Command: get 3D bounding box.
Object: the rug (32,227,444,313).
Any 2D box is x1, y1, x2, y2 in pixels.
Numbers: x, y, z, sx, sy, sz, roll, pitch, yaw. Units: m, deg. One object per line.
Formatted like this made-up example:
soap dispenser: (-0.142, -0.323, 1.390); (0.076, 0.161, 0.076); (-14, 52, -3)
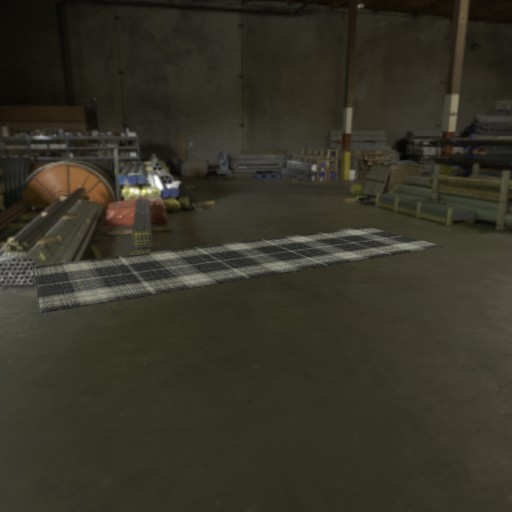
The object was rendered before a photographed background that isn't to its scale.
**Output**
rug: (0.000, 0.000, 2.707); (2.434, 0.012, 0.760); (-8, 17, -27)
